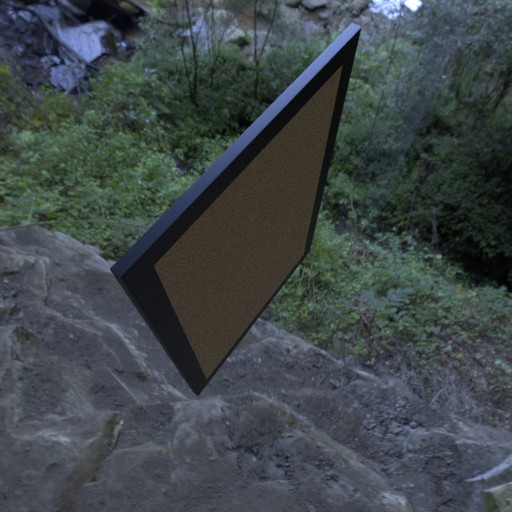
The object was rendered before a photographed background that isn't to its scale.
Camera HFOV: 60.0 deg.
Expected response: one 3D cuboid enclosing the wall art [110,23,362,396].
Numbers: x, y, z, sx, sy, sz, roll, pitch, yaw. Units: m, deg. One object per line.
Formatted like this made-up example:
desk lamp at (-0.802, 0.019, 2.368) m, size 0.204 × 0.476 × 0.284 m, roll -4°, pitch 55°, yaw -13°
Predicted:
wall art at (0.000, 0.000, 0.662) m, size 0.013 × 0.534 × 0.381 m, roll 33°, pitch 67°, yaw 16°
